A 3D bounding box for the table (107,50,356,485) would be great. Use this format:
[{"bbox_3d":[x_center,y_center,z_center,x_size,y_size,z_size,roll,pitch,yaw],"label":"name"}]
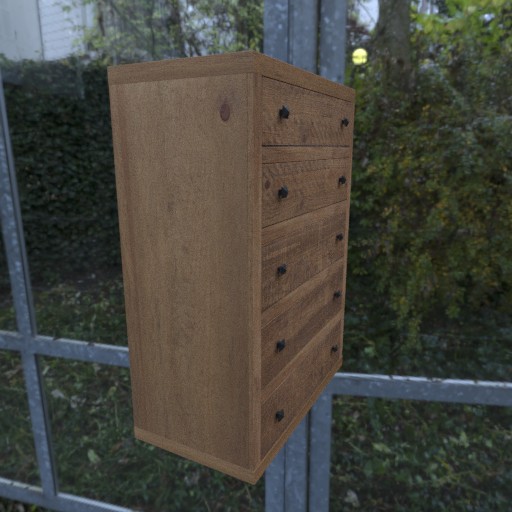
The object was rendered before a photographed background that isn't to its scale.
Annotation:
[{"bbox_3d":[0.000,0.000,1.738,0.524,1.294,0.901,7,16,27],"label":"table"}]
